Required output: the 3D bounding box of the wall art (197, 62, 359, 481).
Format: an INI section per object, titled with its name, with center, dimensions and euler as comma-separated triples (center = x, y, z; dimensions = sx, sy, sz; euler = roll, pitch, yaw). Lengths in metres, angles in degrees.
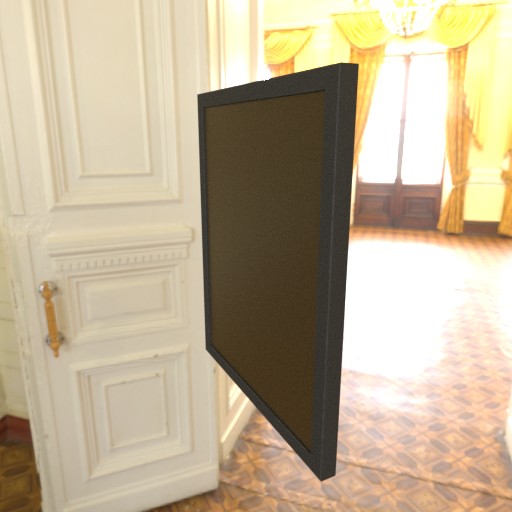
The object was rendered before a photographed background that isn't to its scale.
[wall art]
center = 0.000, 0.000, 0.763
dimensions = 0.028, 0.558, 0.457
euler = -8, 17, -26
